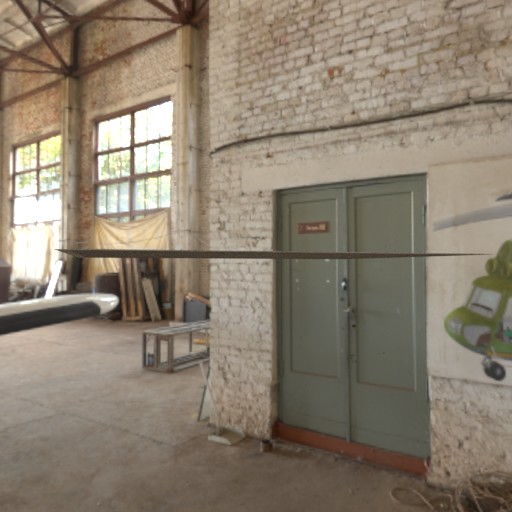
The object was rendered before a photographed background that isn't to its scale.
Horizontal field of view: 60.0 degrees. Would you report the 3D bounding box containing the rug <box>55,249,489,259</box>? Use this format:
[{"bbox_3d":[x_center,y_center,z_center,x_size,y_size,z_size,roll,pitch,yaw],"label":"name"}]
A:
[{"bbox_3d":[0.000,0.000,2.109,1.634,0.003,1.190,0,-1,-19],"label":"rug"}]
